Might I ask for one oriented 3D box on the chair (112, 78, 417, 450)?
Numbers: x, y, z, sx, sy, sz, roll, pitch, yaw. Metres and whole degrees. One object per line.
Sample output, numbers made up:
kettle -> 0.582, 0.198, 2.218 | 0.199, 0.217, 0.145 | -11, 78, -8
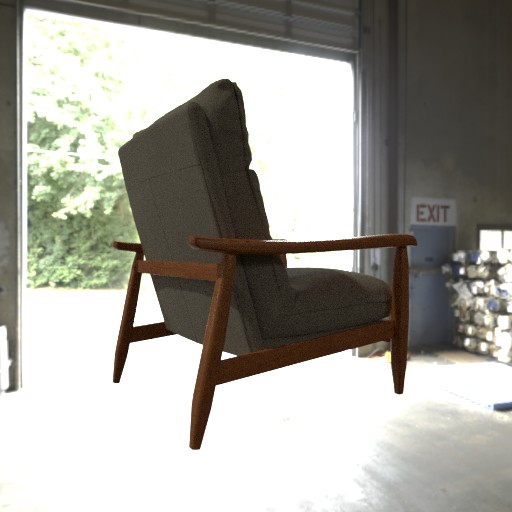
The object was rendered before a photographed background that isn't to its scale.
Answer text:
chair -> 0.000, 0.000, 1.547 | 0.816, 0.922, 0.782 | 0, 1, -34
